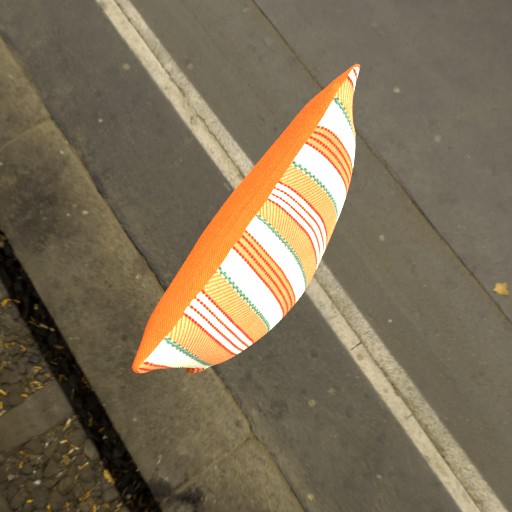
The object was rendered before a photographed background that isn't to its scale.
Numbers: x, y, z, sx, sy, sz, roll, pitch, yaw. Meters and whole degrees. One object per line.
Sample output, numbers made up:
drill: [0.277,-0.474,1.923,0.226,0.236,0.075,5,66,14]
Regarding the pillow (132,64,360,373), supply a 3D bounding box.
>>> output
pillow: [0.000,0.000,0.685,0.182,0.441,0.440,34,78,8]
